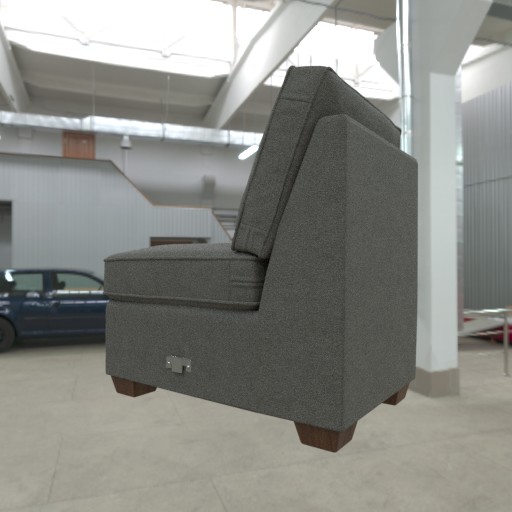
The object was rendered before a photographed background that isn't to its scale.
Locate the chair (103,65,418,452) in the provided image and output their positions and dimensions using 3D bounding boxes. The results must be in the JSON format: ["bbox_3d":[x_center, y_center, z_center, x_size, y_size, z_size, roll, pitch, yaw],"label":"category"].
[{"bbox_3d":[0.000,0.000,1.540,0.938,0.970,0.621,0,-1,36],"label":"chair"}]
